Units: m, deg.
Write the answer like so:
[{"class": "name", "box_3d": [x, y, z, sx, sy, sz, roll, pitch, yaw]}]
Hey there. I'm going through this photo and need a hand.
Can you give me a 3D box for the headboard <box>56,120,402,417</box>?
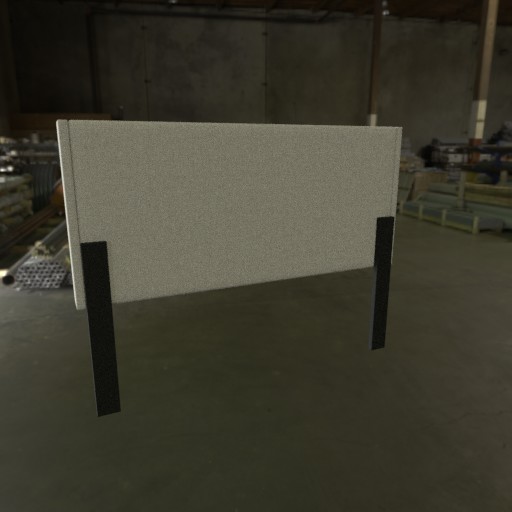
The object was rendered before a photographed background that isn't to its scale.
[{"class": "headboard", "box_3d": [0.000, 0.000, 2.672, 2.051, 1.524, 0.184, -7, 16, -25]}]
